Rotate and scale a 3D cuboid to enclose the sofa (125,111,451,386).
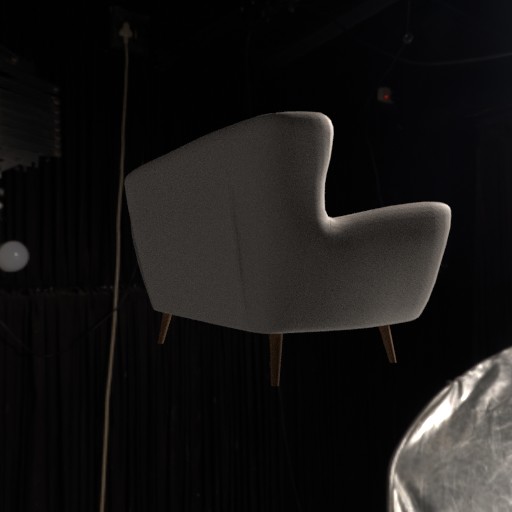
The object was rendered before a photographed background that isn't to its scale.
[{"bbox_3d":[0.000,0.000,2.020,0.921,0.878,1.424,1,-1,-36],"label":"sofa"}]
